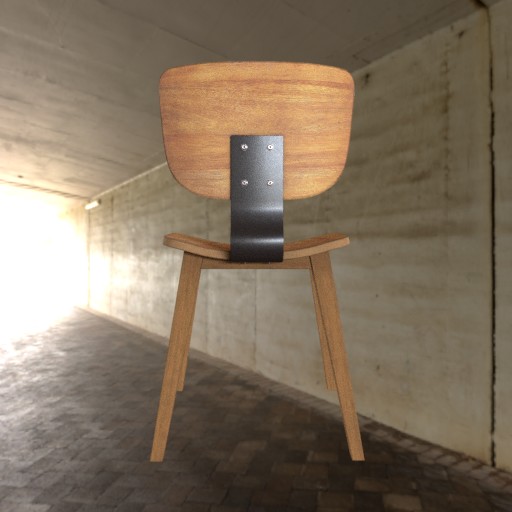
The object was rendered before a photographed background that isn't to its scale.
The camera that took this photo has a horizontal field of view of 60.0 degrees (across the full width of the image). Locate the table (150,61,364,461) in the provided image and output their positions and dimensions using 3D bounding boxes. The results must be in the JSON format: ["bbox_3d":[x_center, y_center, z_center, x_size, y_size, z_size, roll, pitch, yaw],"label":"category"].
[{"bbox_3d":[0.000,0.000,1.120,0.499,0.805,0.500,0,-1,-1],"label":"table"}]
